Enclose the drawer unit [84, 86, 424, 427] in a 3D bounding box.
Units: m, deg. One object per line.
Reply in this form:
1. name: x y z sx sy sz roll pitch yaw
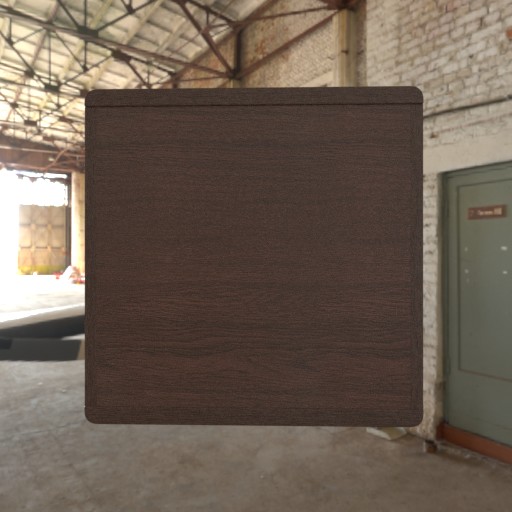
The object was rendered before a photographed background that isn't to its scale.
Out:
1. drawer unit: 0.000 0.000 0.593 0.344 0.344 0.290 0 0 2
